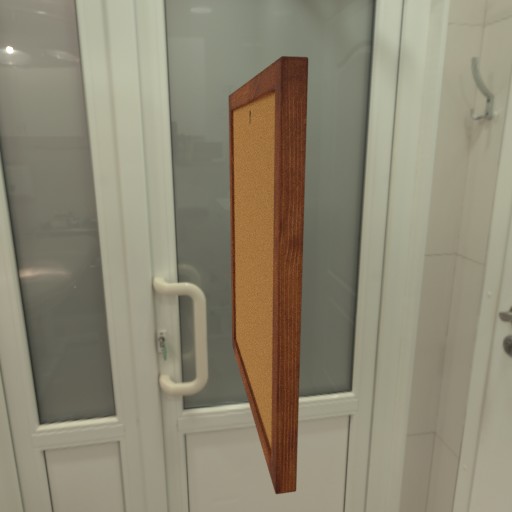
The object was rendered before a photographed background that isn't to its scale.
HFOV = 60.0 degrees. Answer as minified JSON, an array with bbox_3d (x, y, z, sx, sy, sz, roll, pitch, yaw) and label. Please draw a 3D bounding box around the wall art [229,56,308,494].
[{"bbox_3d":[0.000,0.000,0.760,0.030,0.558,0.462,-3,15,-10],"label":"wall art"}]
